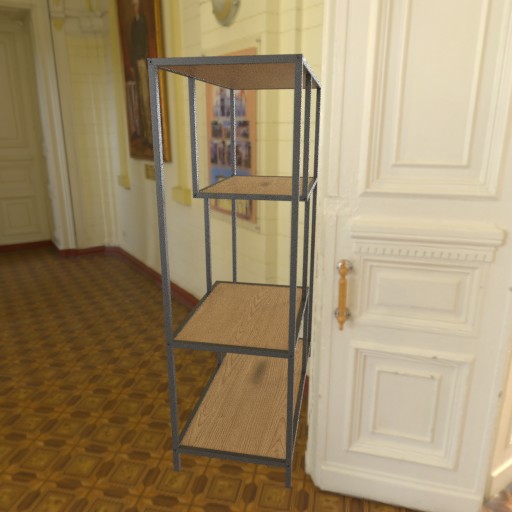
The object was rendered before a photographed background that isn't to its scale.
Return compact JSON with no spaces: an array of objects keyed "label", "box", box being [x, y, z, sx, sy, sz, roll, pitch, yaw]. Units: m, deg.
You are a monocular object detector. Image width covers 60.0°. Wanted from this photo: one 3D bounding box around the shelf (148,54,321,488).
[{"label":"shelf","box":[0.000,0.000,1.494,0.350,1.138,0.770,3,17,10]}]
